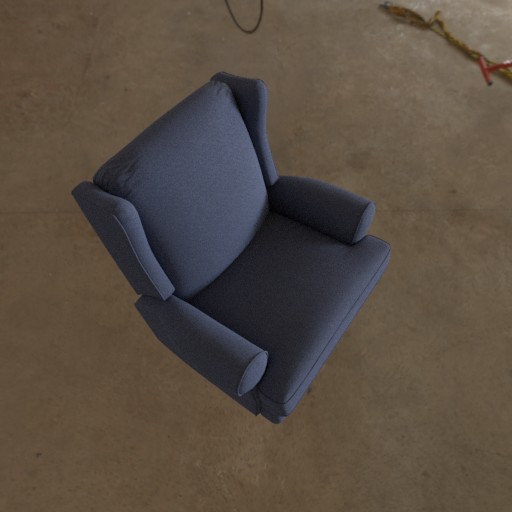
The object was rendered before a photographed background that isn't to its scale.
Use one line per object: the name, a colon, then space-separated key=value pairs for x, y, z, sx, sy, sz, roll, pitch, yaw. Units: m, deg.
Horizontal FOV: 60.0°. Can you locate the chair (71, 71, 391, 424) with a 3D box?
chair: x=0.000 y=0.000 z=1.766 sx=0.877 sy=1.020 sz=0.971 roll=31 pitch=63 yaw=18
